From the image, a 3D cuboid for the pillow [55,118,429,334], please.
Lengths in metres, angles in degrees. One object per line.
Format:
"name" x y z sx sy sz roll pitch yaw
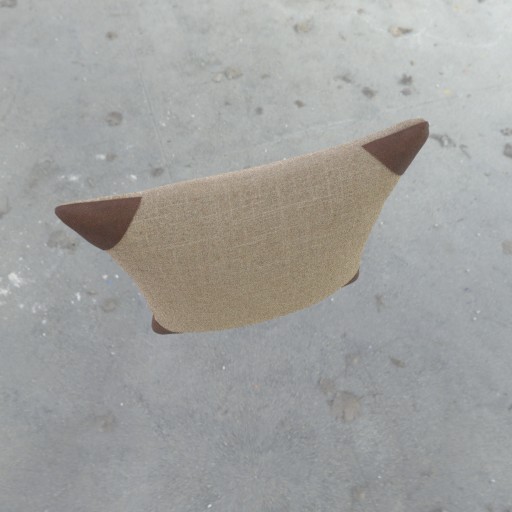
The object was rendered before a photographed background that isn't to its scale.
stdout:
"pillow" 0.000 0.000 0.684 0.437 0.448 0.147 -16 65 -8
